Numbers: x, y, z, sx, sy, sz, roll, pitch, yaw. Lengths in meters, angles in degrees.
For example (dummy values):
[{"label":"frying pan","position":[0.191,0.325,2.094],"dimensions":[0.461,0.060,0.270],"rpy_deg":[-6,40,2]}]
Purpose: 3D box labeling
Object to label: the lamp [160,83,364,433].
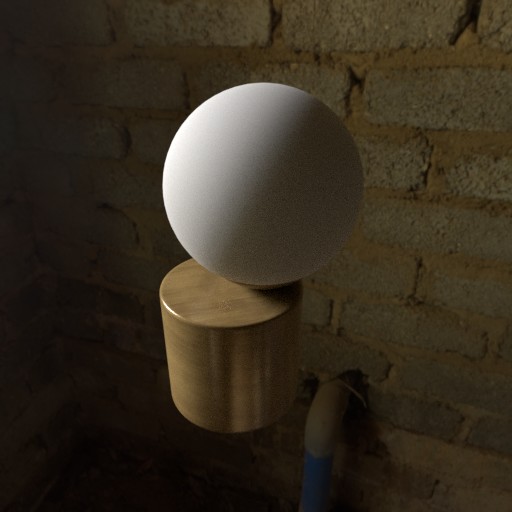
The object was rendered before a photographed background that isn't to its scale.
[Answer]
[{"label":"lamp","position":[0.000,0.000,0.343],"dimensions":[0.152,0.250,0.141],"rpy_deg":[-9,29,-16]}]
